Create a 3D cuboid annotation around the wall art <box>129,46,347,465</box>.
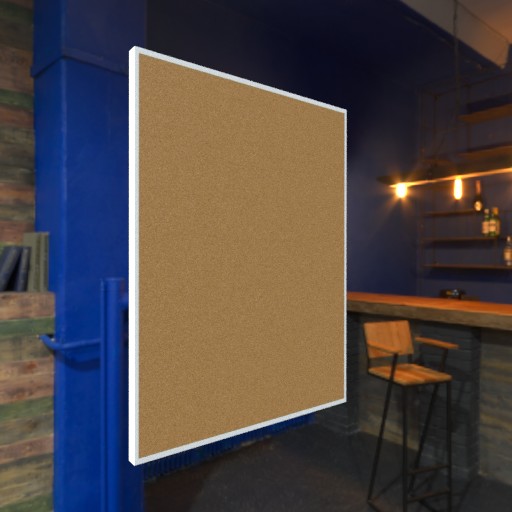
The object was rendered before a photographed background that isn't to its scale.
[{"bbox_3d":[0.000,0.000,1.365,0.795,1.050,0.039,0,0,-38],"label":"wall art"}]
